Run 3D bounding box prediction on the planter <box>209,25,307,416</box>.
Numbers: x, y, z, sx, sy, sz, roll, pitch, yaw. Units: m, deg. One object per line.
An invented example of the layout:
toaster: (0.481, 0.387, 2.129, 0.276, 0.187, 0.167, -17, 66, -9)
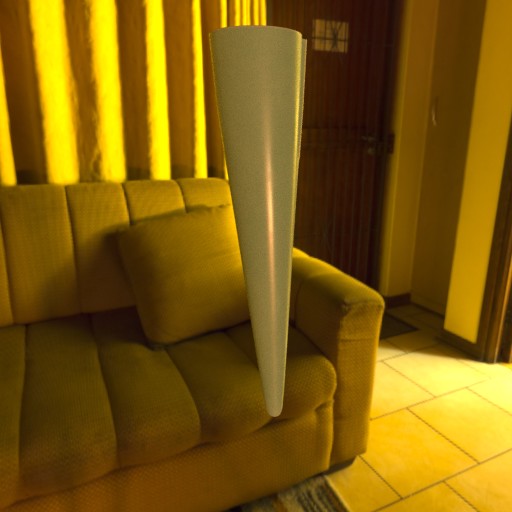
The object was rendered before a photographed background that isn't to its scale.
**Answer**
planter: (0.000, 0.000, 0.295, 0.054, 0.268, 0.055, 15, 22, 42)
